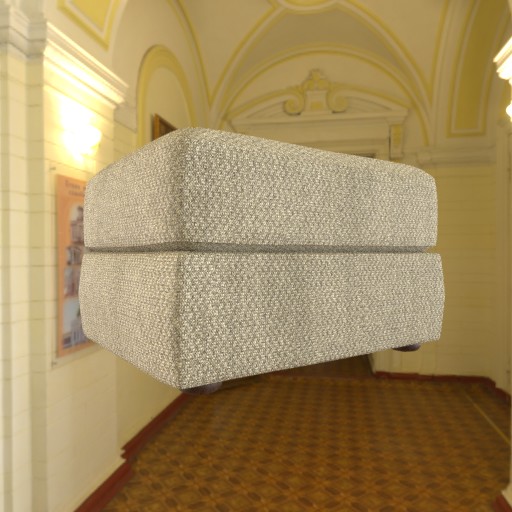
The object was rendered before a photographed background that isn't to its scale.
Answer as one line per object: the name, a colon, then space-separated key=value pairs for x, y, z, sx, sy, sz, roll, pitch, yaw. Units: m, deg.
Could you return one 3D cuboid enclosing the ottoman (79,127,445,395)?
ottoman: x=0.000 y=0.000 z=1.128 sx=0.751 sy=0.476 sz=0.603 roll=0 pitch=0 yaw=-35
